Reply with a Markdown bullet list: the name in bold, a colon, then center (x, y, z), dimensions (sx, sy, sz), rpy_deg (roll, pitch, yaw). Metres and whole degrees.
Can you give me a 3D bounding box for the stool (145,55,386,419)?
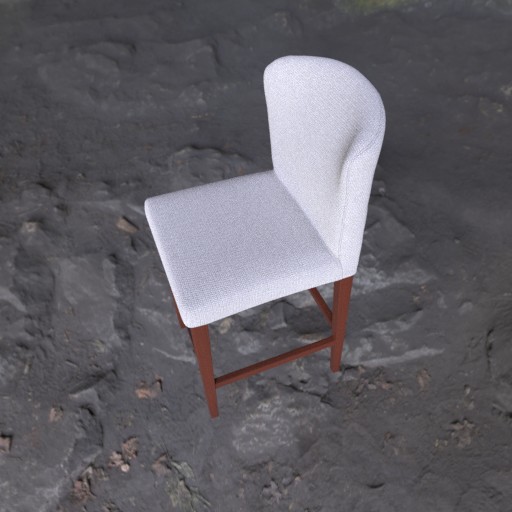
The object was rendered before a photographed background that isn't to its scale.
- **stool**: center (0.000, 0.000, 1.383), dimensions (0.568, 1.069, 0.481), rpy_deg (-17, 50, -15)
